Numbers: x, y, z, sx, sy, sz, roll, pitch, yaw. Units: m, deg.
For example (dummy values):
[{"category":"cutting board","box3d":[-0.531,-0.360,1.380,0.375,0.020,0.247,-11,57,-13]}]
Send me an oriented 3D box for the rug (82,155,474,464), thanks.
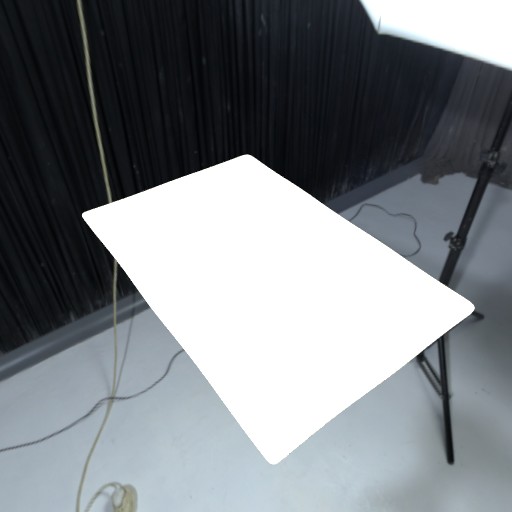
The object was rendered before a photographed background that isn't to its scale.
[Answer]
[{"category":"rug","box3d":[0.000,0.000,3.460,1.798,0.025,2.698,-26,48,-27]}]
